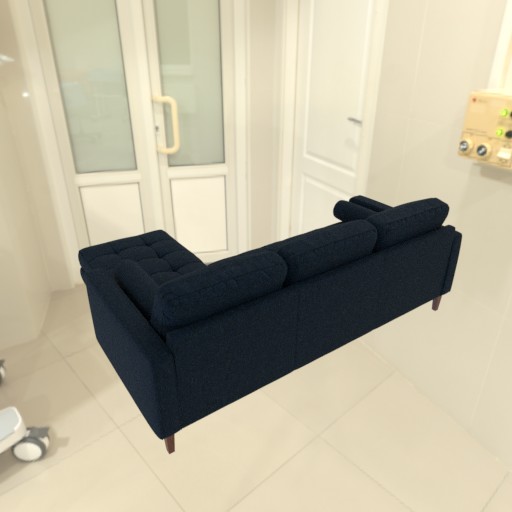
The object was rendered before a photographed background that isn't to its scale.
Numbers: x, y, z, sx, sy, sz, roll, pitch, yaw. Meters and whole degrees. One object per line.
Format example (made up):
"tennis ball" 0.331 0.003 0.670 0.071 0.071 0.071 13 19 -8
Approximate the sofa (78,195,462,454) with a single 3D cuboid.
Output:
"sofa" 0.000 0.000 2.967 2.185 0.841 1.613 -18 32 -31
